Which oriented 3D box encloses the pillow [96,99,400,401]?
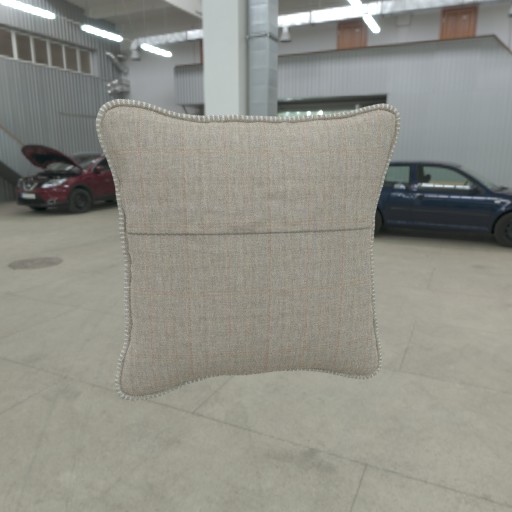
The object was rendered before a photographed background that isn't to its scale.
[{"bbox_3d":[0.000,0.000,0.745,0.485,0.494,0.124,-2,13,-10],"label":"pillow"}]
